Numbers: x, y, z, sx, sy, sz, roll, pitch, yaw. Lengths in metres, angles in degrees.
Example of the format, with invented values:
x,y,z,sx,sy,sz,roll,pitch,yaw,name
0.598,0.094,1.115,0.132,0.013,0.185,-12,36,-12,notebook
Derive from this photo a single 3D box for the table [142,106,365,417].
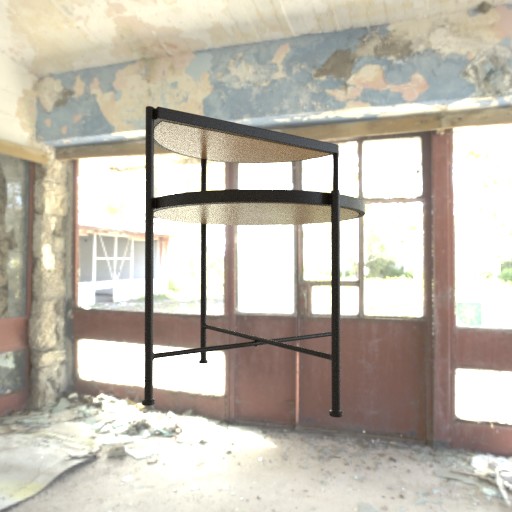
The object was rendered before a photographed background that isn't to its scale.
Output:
x,y,z,sx,sy,sz,roll,pitch,yaw,name
0.000,0.000,1.193,0.629,0.684,0.628,1,-1,-35,table
